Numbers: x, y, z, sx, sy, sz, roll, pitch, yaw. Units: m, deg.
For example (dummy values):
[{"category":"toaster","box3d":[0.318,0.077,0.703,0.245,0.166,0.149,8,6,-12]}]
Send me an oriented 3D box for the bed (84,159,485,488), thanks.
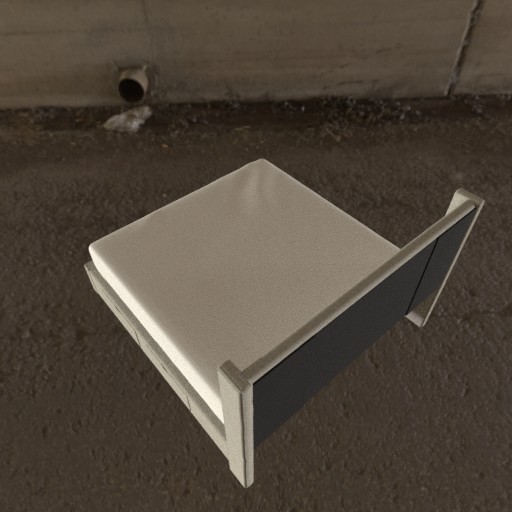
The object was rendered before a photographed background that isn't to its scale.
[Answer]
[{"category":"bed","box3d":[0.000,0.000,3.634,2.140,1.470,2.280,-32,55,-26]}]
